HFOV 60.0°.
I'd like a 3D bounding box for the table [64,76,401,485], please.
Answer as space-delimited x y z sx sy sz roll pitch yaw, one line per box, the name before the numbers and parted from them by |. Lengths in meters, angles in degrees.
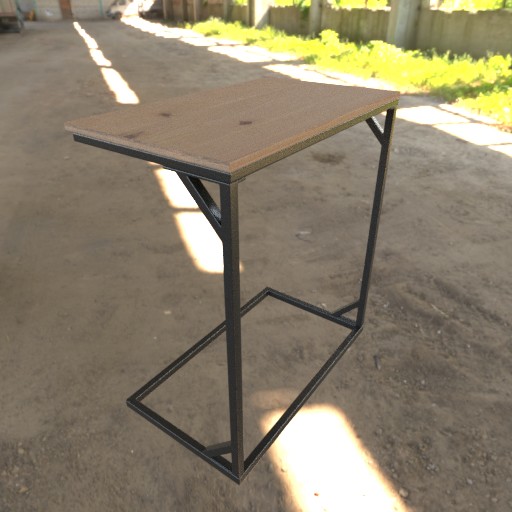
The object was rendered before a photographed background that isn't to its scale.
table | 0.000 0.000 1.021 0.351 0.673 0.597 20 36 30
